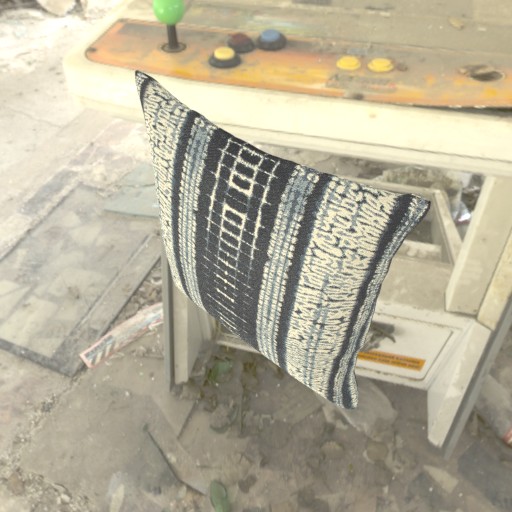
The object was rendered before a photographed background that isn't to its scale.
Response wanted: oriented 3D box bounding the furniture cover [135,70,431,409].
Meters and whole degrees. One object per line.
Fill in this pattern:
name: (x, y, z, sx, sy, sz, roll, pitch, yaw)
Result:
furniture cover: (0.000, 0.000, 0.656, 0.425, 0.435, 0.133, 32, 55, 26)
